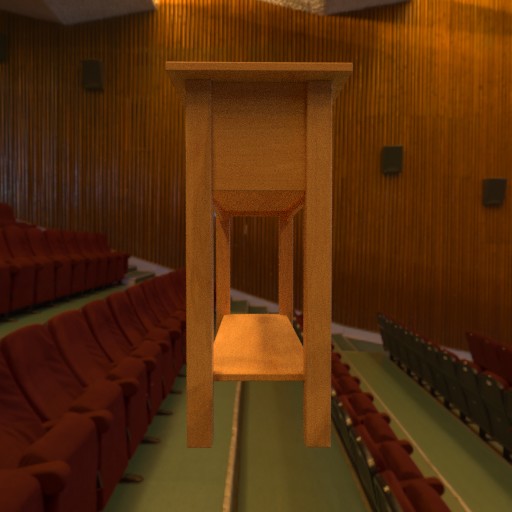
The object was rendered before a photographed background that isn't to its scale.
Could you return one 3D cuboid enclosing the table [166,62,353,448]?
[{"bbox_3d":[0.000,0.000,1.263,0.340,0.728,0.900,0,2,-1],"label":"table"}]
